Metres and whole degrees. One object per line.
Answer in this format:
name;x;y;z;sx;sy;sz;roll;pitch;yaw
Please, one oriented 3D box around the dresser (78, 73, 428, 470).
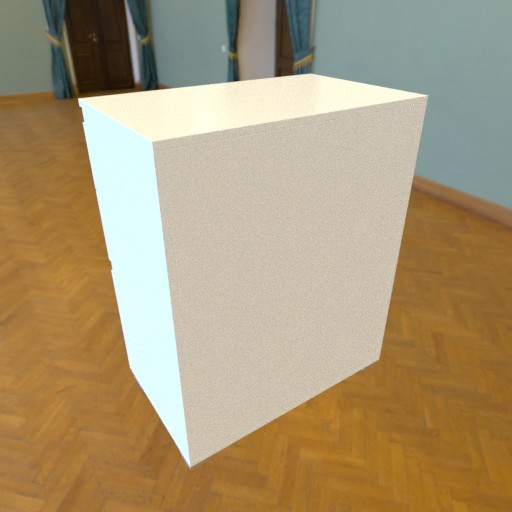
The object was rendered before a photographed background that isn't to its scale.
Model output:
dresser;0.000;0.000;1.165;0.650;0.800;0.400;-19;35;-29
